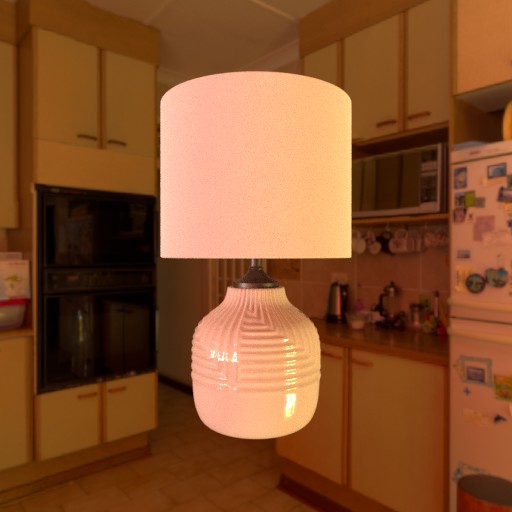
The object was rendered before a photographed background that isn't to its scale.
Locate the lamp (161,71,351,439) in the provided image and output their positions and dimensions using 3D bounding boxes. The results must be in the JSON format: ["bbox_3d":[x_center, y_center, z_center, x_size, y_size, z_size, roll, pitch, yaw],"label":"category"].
[{"bbox_3d":[0.000,0.000,0.756,0.318,0.567,0.318,0,0,0],"label":"lamp"}]
